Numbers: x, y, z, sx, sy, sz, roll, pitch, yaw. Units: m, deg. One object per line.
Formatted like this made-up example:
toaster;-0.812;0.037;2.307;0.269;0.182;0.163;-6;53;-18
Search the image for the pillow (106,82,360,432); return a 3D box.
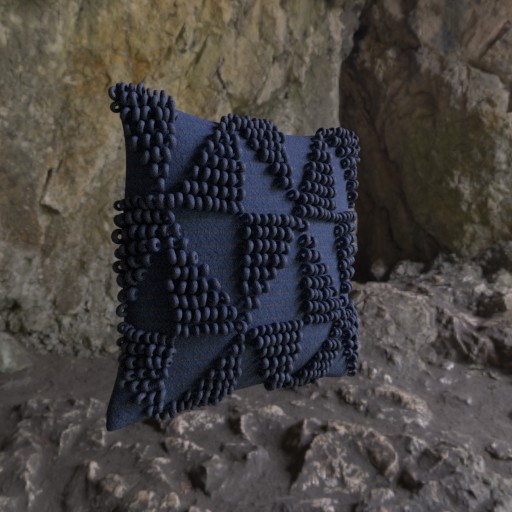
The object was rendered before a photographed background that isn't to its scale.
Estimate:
pillow;0.000;0.000;0.711;0.469;0.466;0.172;0;1;-34
